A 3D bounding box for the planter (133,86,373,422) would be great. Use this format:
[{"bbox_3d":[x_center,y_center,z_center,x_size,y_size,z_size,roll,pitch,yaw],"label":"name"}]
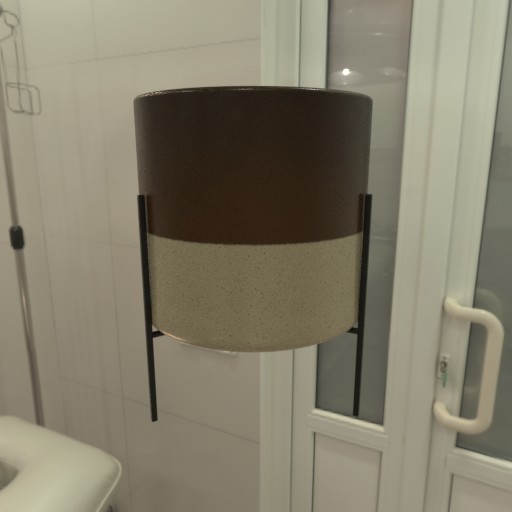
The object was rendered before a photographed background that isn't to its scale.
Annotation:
[{"bbox_3d":[0.000,0.000,0.703,0.354,0.465,0.345,7,15,27],"label":"planter"}]
